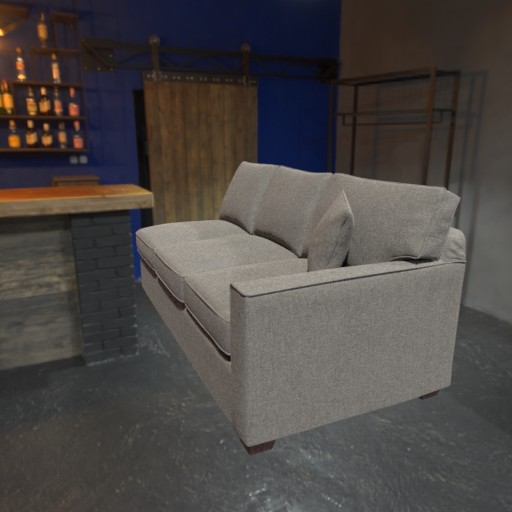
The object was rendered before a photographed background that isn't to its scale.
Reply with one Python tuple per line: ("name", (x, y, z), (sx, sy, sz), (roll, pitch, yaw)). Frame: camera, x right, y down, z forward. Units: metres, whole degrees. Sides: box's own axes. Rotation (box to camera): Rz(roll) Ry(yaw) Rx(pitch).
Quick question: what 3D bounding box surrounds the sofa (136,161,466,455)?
("sofa", (0.000, 0.000, 2.507), (1.034, 0.946, 1.963), (-7, 17, -24))
